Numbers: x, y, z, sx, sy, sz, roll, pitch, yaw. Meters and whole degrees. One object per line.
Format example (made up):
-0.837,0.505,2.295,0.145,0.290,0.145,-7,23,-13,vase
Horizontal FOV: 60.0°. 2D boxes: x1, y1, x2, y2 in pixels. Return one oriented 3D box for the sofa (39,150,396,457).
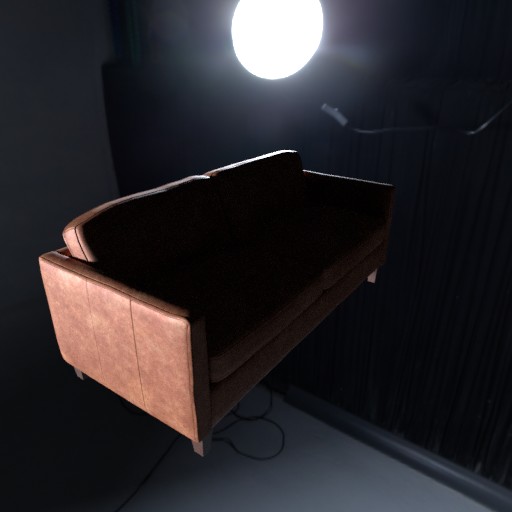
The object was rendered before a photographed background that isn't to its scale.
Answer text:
0.000,0.000,2.475,0.923,0.863,1.971,17,30,32,sofa
